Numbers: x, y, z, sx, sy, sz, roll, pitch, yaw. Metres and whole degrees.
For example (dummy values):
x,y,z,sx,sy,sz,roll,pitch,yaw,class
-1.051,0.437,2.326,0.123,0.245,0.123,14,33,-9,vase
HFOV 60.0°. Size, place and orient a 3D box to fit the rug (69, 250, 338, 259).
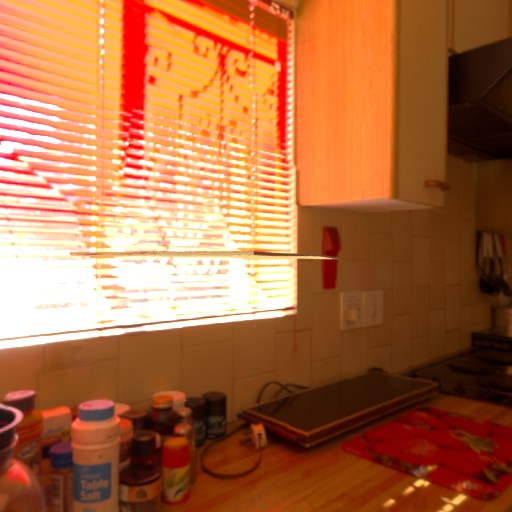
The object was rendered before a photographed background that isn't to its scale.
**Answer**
x,y,z,sx,sy,sz,roll,pitch,yaw,class
0.000,0.000,2.583,0.692,0.032,2.320,0,-1,17,rug
